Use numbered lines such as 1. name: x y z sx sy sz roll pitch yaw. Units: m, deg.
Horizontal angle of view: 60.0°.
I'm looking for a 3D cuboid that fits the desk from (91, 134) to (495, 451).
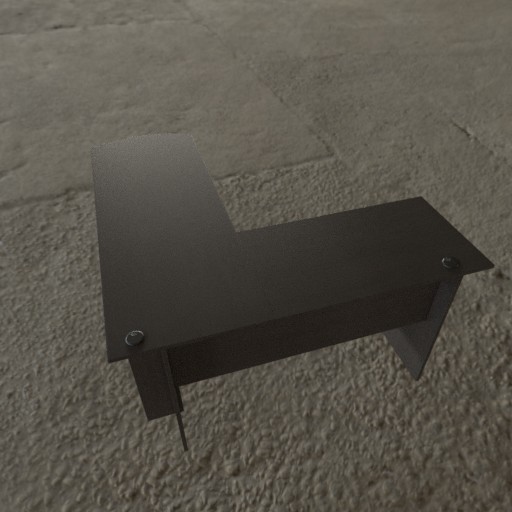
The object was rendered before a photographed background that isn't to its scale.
1. desk: 0.000 0.000 2.107 1.303 0.716 1.361 -12 43 -13
